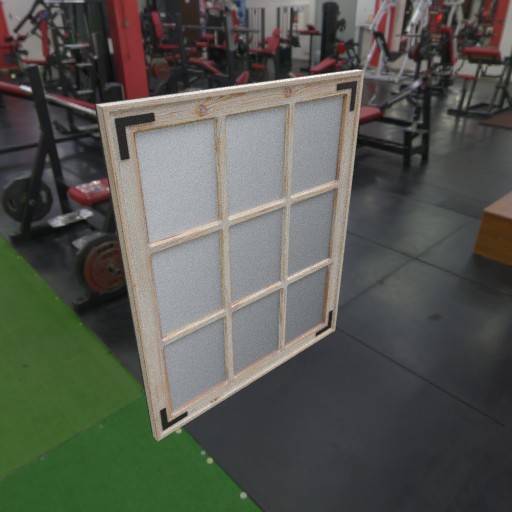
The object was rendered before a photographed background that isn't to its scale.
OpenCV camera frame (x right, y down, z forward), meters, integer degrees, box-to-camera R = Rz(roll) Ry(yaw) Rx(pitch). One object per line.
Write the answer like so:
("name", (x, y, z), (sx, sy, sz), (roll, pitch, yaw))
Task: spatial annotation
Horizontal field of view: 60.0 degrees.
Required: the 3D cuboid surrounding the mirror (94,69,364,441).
("mirror", (0.000, 0.000, 1.205), (0.730, 0.882, 0.032), (-23, 37, -34))
